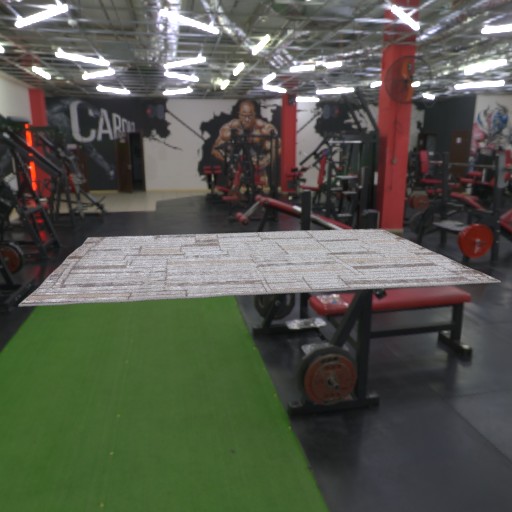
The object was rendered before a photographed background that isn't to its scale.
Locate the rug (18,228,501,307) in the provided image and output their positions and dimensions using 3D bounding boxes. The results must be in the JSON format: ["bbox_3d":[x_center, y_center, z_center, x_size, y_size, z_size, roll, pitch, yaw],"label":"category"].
[{"bbox_3d":[0.000,0.000,2.937,2.444,0.023,1.531,-2,15,-8],"label":"rug"}]
